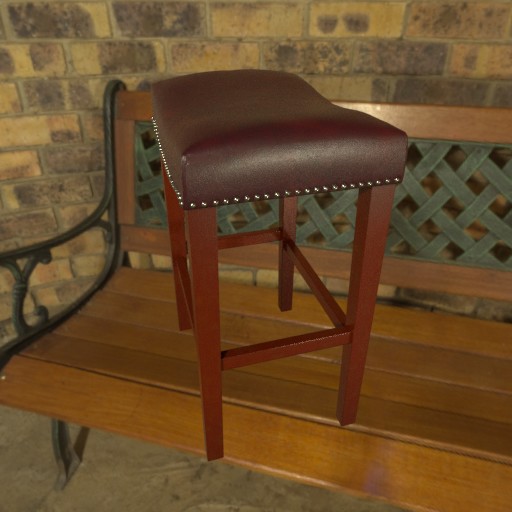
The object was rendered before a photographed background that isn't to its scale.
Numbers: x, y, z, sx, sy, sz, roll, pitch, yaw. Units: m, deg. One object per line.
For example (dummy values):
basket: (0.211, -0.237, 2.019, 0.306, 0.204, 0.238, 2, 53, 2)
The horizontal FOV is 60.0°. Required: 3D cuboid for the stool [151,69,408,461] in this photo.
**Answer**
stool: (0.000, 0.000, 1.032, 0.372, 0.742, 0.504, -9, 34, -14)
